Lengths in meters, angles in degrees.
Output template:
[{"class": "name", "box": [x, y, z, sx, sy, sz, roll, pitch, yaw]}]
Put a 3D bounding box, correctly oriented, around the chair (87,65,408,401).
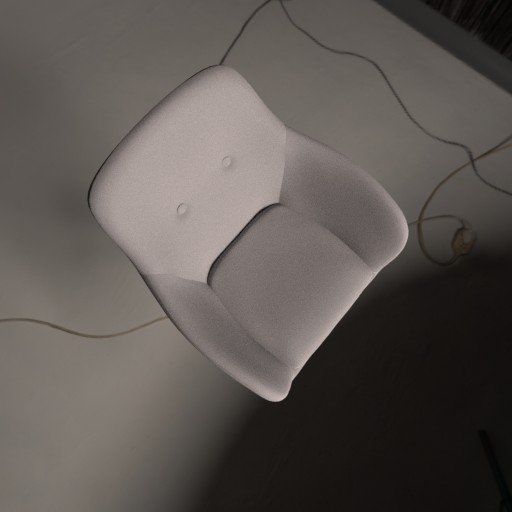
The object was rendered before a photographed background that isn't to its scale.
[{"class": "chair", "box": [0.000, 0.000, 1.239, 0.590, 0.830, 0.570, 39, 79, 9]}]
